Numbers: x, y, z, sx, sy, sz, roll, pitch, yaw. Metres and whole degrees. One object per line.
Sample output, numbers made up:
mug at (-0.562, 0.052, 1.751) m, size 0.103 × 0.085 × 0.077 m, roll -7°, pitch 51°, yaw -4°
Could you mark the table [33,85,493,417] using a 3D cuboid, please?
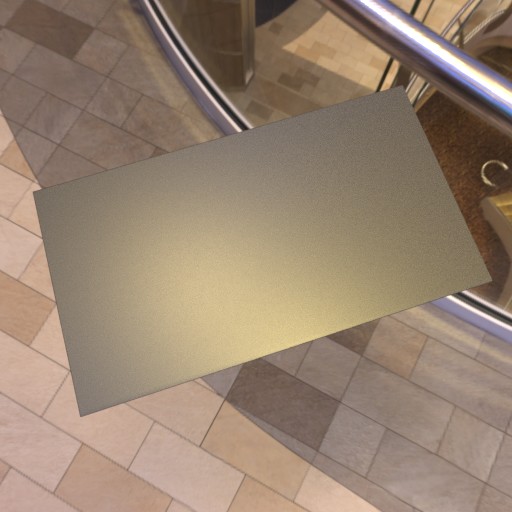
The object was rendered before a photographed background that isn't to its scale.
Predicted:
table at (0.000, 0.000, 1.396) m, size 1.068 × 0.493 × 0.612 m, roll -17°, pitch 76°, yaw -4°
